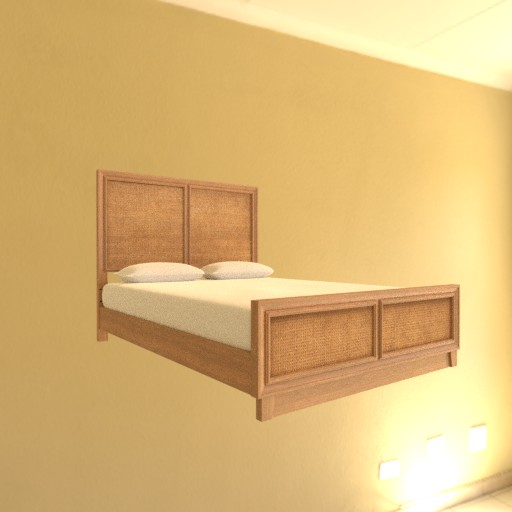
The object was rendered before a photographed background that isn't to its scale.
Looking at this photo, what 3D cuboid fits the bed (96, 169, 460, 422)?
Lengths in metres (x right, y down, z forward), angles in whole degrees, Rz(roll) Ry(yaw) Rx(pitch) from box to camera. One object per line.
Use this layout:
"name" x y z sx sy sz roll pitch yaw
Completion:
"bed" 0.000 0.000 3.209 1.606 1.387 2.184 0 1 -37
